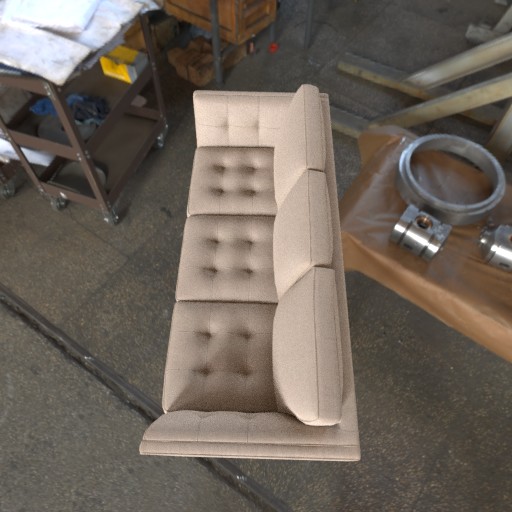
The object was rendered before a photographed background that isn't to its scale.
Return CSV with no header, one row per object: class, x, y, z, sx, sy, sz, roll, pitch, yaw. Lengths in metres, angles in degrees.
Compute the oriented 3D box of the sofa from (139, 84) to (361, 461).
sofa,0.000,0.000,2.774,0.965,0.940,2.388,1,58,1
